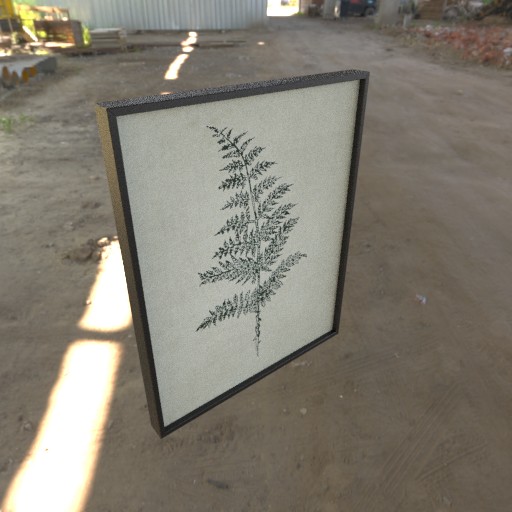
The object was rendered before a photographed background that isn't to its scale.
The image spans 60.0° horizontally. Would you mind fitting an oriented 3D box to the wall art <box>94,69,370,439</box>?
[{"bbox_3d":[0.000,0.000,0.760,0.449,0.555,0.039,-22,37,-32],"label":"wall art"}]
